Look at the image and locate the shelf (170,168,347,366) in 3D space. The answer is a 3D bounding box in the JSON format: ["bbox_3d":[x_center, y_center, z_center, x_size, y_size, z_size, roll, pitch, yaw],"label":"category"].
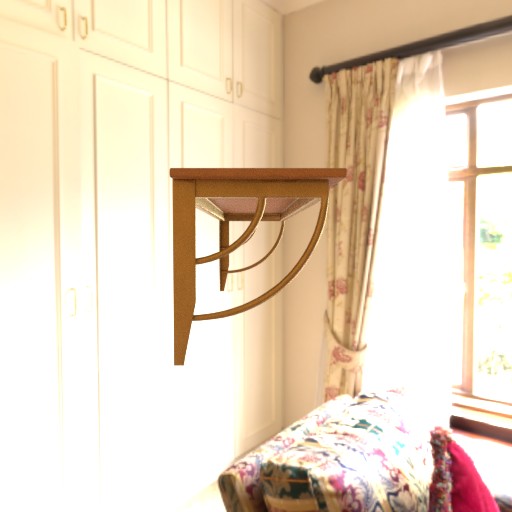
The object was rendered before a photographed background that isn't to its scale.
[{"bbox_3d":[0.000,0.000,0.735,0.166,0.190,0.636,0,2,0],"label":"shelf"}]
